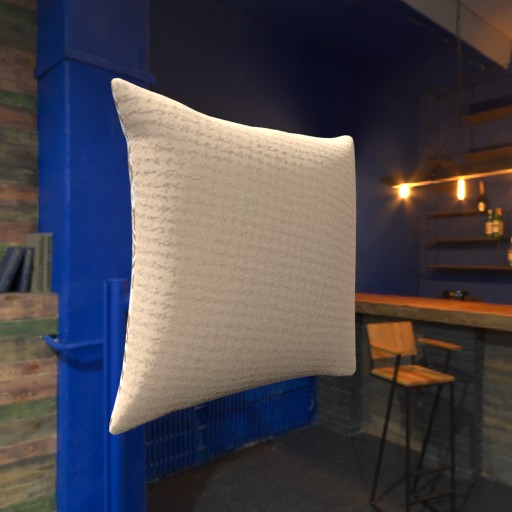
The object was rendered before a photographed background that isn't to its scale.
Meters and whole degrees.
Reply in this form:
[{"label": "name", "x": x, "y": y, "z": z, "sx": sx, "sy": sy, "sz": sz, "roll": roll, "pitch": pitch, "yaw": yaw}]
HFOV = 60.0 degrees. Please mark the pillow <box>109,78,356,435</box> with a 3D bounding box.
[{"label": "pillow", "x": 0.000, "y": 0.000, "z": 0.632, "sx": 0.419, "sy": 0.407, "sz": 0.173, "roll": 0, "pitch": 0, "yaw": -37}]
